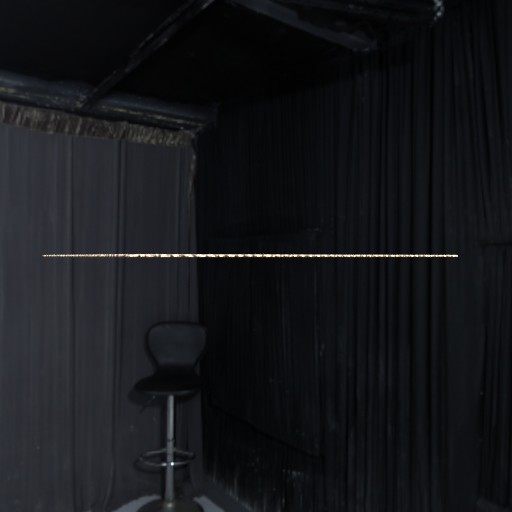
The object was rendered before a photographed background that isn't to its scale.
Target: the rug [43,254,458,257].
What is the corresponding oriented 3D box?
[{"bbox_3d":[0.000,0.000,2.322,1.828,0.008,1.219,0,0,-37],"label":"rug"}]
